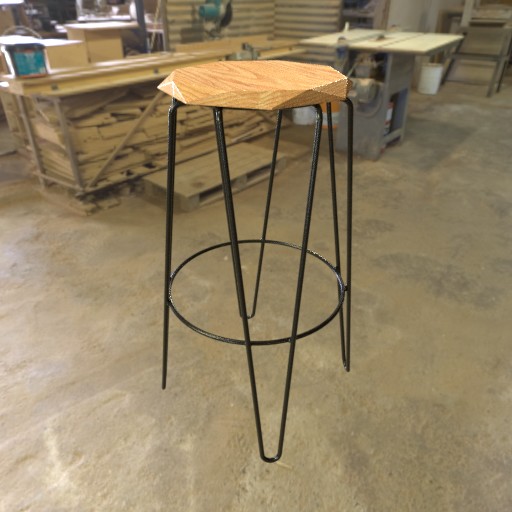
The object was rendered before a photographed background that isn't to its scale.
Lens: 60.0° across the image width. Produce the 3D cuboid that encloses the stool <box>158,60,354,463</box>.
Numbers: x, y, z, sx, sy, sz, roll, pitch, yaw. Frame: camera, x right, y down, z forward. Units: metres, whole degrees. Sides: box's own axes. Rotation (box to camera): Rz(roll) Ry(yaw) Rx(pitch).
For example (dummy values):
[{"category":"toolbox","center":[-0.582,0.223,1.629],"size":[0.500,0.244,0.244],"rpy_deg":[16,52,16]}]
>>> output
[{"category":"stool","center":[0.000,0.000,0.789],"size":[0.326,0.610,0.326],"rpy_deg":[23,38,32]}]
